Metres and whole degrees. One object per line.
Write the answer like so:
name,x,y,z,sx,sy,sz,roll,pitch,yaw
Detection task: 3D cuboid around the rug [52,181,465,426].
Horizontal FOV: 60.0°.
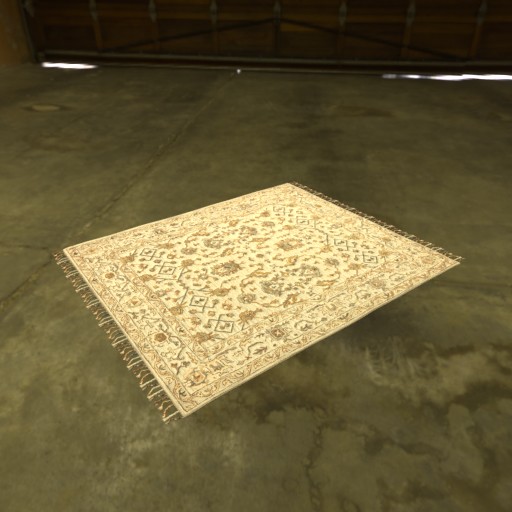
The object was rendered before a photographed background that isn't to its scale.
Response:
rug,0.000,0.000,4.138,3.061,0.034,2.426,-21,37,-31
